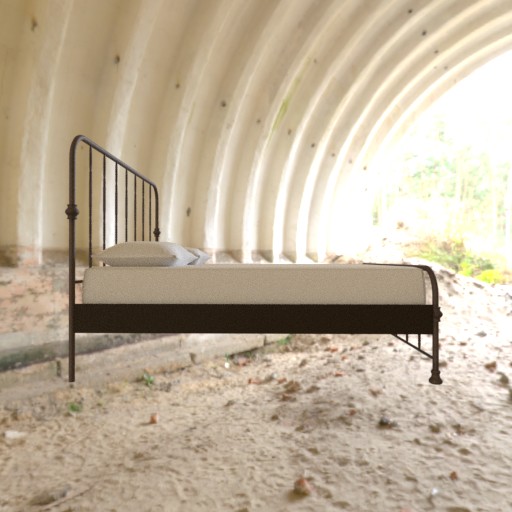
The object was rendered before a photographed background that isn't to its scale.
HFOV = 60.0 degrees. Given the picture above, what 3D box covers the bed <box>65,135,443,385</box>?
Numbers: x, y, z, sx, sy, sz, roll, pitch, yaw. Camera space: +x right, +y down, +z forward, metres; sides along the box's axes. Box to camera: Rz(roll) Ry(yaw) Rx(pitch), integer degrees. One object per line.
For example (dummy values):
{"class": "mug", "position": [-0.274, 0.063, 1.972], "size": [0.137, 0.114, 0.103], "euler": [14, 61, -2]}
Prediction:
{"class": "bed", "position": [0.000, 0.000, 3.492], "size": [2.134, 1.446, 2.044], "euler": [0, 0, 1]}
